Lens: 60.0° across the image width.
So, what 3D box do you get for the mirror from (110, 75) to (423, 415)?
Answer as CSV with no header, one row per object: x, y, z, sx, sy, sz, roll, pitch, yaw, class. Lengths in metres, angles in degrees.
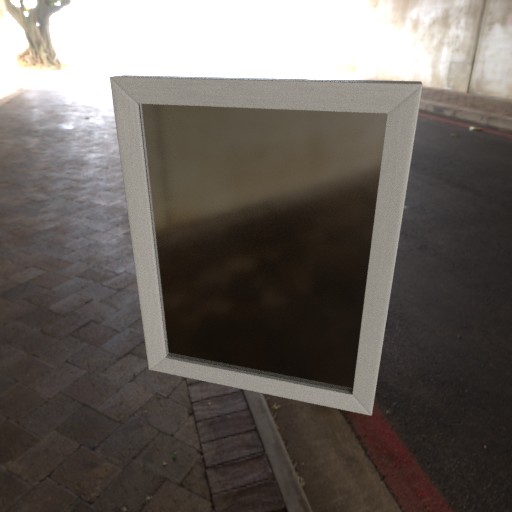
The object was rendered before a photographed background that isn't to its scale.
0.000,0.000,0.682,0.405,0.508,0.041,7,27,15,mirror
